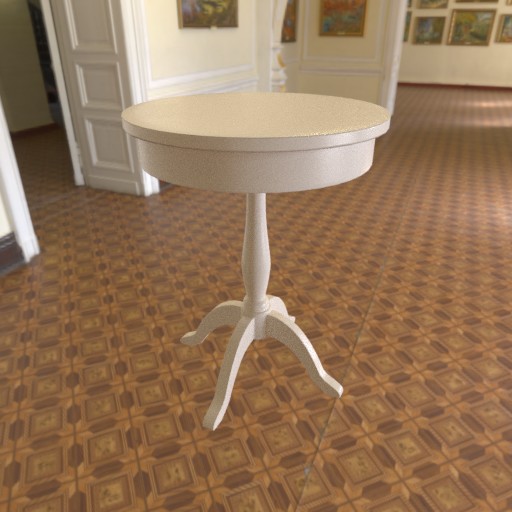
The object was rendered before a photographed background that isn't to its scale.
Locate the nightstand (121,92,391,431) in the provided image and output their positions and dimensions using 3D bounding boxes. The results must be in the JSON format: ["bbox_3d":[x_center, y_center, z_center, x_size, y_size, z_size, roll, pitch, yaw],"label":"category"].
[{"bbox_3d":[0.000,0.000,1.021,0.513,0.653,0.513,19,33,32],"label":"nightstand"}]
